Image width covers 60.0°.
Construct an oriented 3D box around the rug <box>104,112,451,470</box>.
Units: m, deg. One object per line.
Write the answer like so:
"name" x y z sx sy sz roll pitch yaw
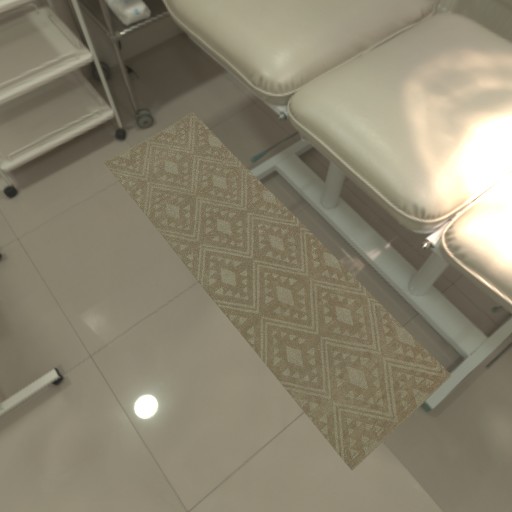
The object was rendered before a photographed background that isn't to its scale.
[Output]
"rug" 0.000 0.000 2.728 0.752 0.051 2.452 -35 68 -17
